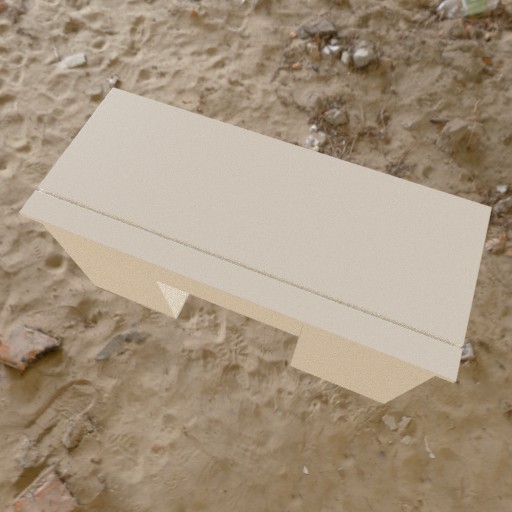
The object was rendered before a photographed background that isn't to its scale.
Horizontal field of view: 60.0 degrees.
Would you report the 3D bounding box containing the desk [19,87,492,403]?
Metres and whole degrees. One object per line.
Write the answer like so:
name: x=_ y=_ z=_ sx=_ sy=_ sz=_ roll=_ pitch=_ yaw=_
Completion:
desk: x=0.000 y=0.000 z=1.948 sx=1.580 sy=0.760 sz=0.670 roll=20 pitch=66 yaw=10
